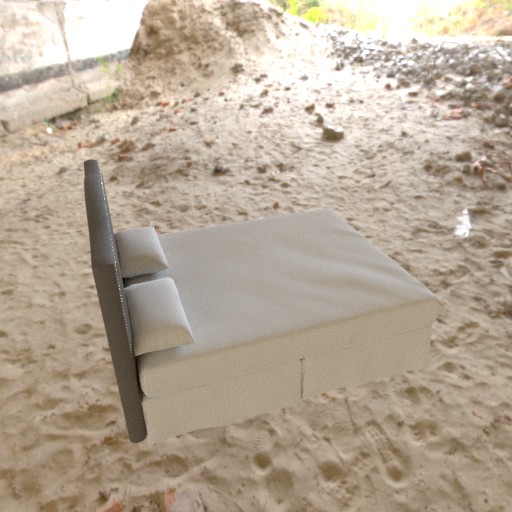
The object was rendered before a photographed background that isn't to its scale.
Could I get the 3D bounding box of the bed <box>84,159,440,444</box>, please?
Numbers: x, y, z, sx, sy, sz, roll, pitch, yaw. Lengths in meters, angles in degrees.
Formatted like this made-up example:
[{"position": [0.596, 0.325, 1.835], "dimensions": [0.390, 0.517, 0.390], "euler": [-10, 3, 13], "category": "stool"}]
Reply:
[{"position": [0.000, 0.000, 3.458], "dimensions": [2.282, 1.436, 1.821], "euler": [-10, 32, -17], "category": "bed"}]
